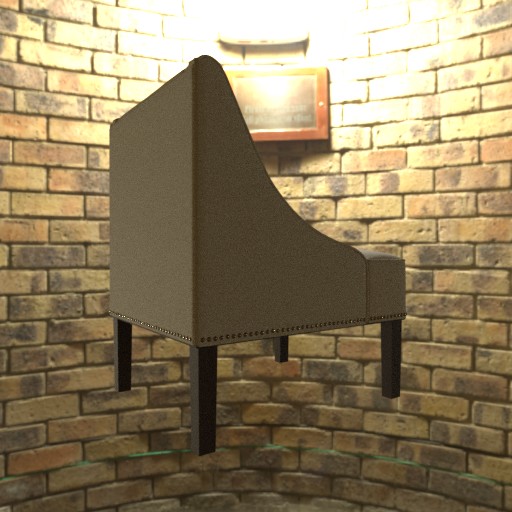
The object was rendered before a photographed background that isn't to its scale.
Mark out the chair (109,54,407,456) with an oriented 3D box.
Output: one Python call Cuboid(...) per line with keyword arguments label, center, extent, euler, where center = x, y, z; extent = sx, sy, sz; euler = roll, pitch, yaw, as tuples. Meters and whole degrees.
Cuboid(label="chair", center=(0.000, 0.000, 1.381), extent=(0.737, 0.864, 0.610), euler=(0, 0, -35))
